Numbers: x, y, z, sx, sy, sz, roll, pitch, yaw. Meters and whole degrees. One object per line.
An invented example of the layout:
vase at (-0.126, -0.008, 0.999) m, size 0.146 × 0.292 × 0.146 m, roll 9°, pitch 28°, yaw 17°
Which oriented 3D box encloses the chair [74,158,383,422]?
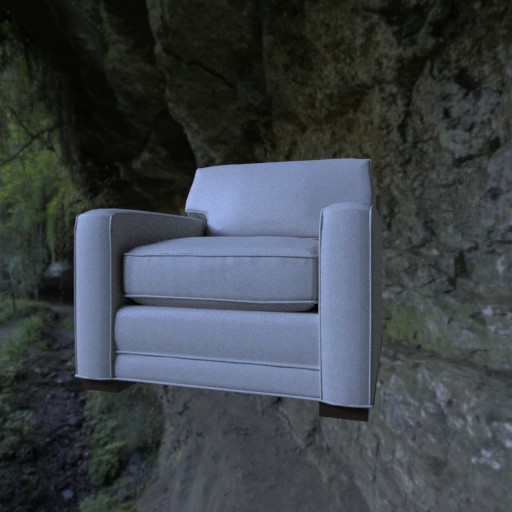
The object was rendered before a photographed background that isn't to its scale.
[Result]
chair at (0.000, 0.000, 1.846) m, size 0.998 × 0.913 × 1.043 m, roll 0°, pitch 2°, yaw 17°
